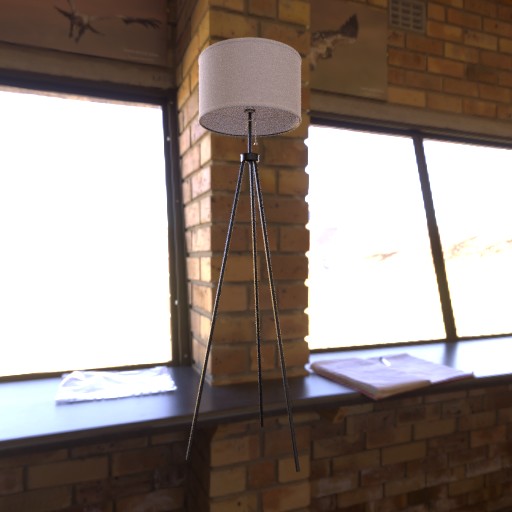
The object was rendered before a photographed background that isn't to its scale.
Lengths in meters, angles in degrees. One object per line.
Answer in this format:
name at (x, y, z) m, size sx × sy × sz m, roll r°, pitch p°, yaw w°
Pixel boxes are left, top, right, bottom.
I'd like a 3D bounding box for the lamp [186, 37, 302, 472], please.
lamp at (0.000, 0.000, 1.759) m, size 0.458 × 1.545 × 0.448 m, roll 0°, pitch 0°, yaw 37°
